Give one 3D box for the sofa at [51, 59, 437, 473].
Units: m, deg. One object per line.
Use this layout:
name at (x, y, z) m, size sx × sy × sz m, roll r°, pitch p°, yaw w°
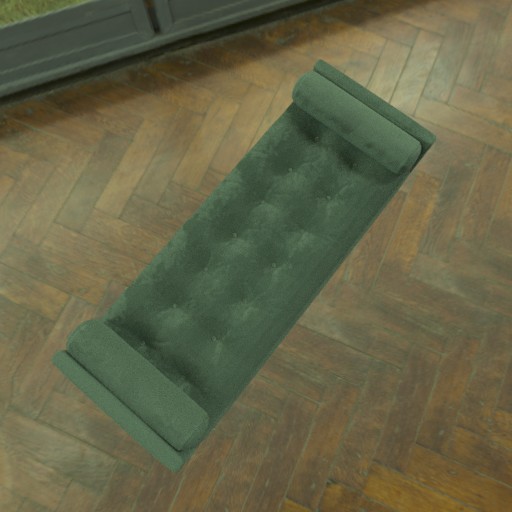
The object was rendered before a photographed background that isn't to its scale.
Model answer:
sofa at (0.000, 0.000, 2.455) m, size 0.796 × 0.705 × 2.102 m, roll 38°, pitch 78°, yaw 9°
